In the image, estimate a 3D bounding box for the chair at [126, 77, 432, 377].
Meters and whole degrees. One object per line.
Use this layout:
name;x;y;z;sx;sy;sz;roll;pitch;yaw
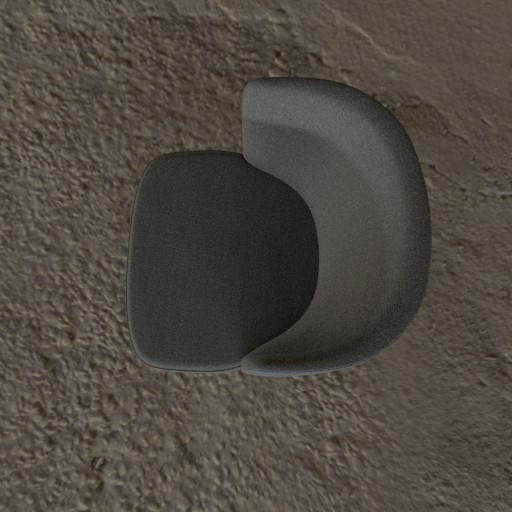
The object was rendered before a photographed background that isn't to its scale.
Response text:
chair;0.000;0.000;1.218;0.698;0.695;0.639;0;75;0
